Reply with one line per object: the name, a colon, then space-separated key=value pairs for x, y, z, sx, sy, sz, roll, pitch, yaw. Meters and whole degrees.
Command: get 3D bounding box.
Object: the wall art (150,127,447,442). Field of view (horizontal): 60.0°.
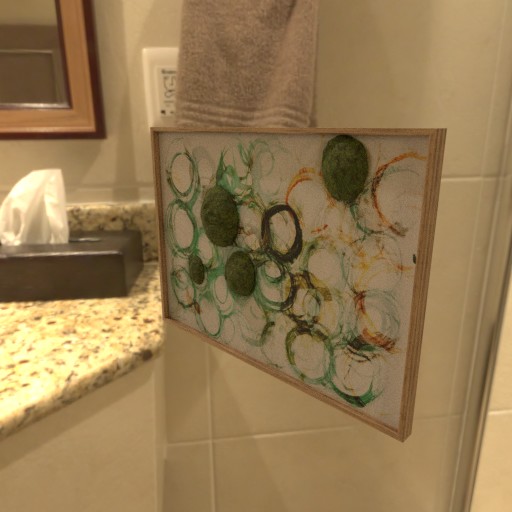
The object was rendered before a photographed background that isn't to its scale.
wall art: x=0.000 y=0.000 z=1.095 sx=0.841 sy=0.609 sz=0.063 roll=15 pitch=22 yaw=42
